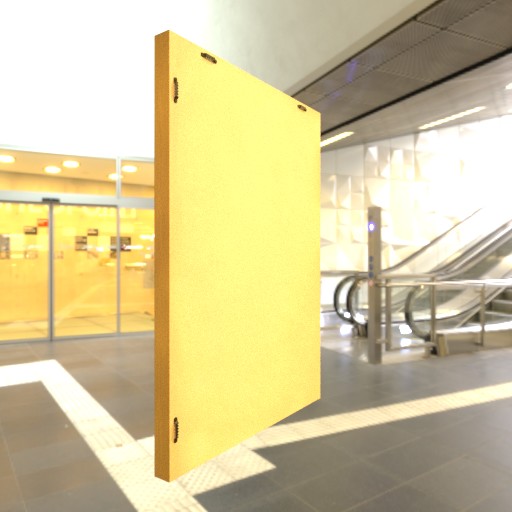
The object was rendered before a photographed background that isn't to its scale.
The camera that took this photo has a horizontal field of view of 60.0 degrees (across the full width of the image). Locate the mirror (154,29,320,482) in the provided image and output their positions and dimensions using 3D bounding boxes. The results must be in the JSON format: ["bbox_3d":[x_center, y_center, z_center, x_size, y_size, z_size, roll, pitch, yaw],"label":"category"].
[{"bbox_3d":[0.000,0.000,0.908,0.040,0.710,0.507,0,0,36],"label":"mirror"}]
